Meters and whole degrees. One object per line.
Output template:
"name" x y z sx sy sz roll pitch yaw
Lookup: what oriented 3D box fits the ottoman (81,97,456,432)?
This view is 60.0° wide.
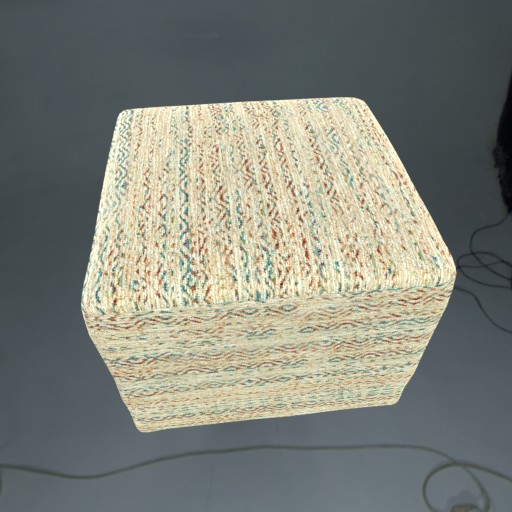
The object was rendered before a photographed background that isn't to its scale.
"ottoman" 0.000 0.000 0.885 0.521 0.453 0.512 -5 47 -4
